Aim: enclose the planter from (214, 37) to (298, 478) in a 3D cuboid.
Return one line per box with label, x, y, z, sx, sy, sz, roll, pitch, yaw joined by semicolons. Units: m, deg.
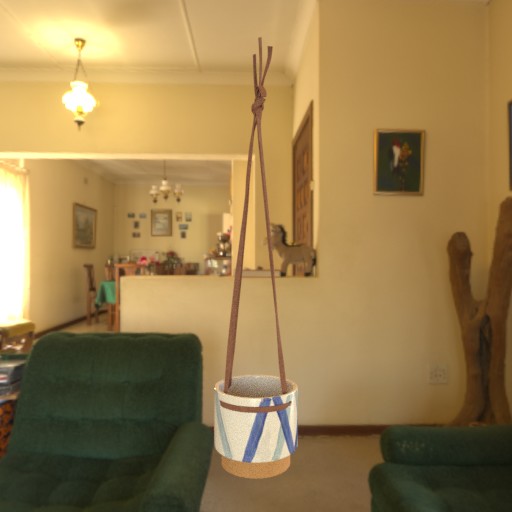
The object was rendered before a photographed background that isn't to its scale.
planter;0.000;0.000;0.812;0.153;0.753;0.157;0;0;-18
